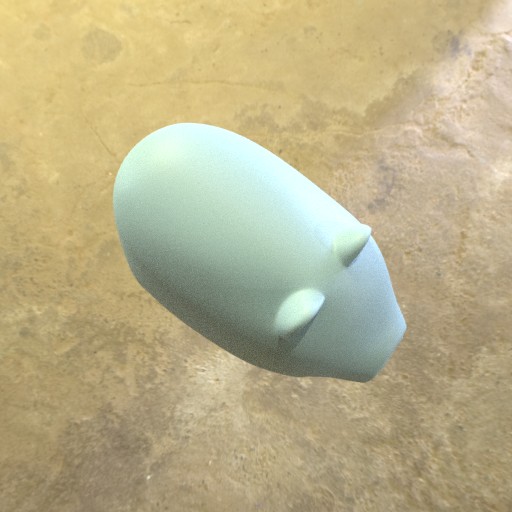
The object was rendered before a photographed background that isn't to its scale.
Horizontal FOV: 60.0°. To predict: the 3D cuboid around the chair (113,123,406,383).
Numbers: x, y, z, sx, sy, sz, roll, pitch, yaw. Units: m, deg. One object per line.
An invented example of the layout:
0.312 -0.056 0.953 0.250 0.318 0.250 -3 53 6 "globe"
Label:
0.000 0.000 0.846 0.619 0.423 0.364 36 78 9 "chair"
